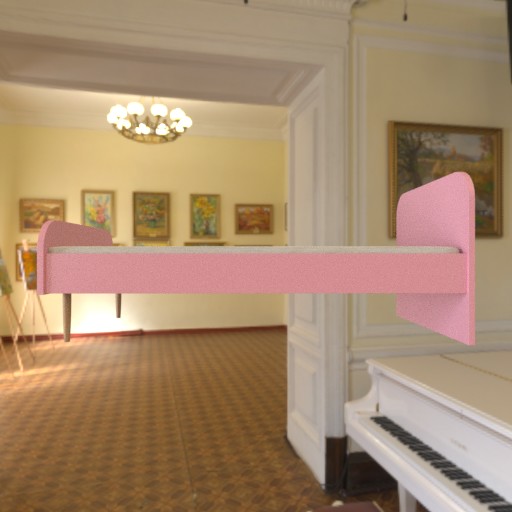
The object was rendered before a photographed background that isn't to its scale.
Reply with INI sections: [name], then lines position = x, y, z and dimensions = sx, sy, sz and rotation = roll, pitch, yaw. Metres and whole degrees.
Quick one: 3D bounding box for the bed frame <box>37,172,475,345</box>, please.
[bed frame]
position = 0.000, 0.000, 2.485
dimensions = 1.963, 0.805, 0.998
rotation = 0, 0, -1
